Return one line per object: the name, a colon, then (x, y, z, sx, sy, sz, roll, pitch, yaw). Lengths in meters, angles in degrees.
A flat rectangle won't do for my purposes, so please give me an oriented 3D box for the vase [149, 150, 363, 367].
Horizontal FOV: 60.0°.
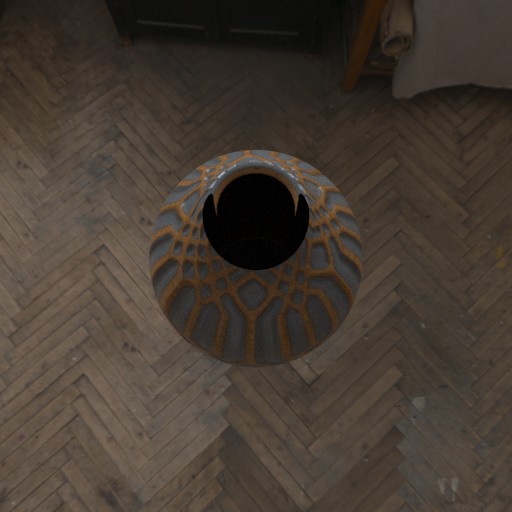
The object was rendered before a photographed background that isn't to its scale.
vase: (0.000, 0.000, 0.142, 0.069, 0.088, 0.069, 0, 76, 0)
